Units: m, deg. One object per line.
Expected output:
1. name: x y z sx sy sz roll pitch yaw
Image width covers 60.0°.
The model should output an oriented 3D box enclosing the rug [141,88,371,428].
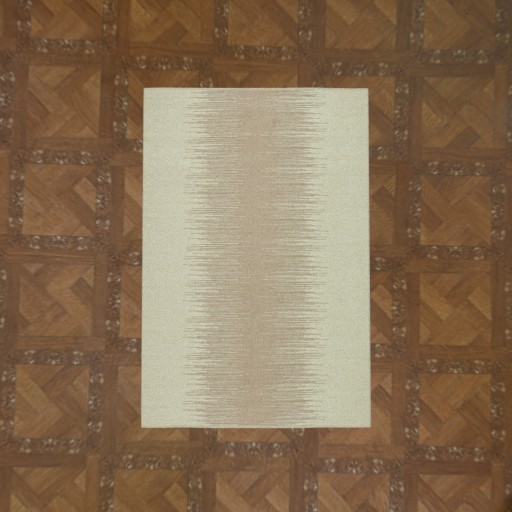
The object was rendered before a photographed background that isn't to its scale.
1. rug: 0.000 0.000 2.409 1.234 0.006 1.850 0 88 0
